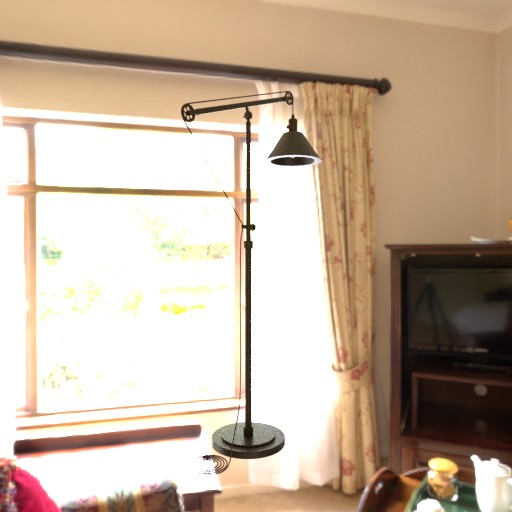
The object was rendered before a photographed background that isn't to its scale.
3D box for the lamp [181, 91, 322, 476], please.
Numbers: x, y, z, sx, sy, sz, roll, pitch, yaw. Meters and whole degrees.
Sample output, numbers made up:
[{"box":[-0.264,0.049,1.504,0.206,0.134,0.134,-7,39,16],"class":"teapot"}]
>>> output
[{"box":[0.000,0.000,1.974,0.319,1.626,0.904,0,0,37],"class":"lamp"}]
